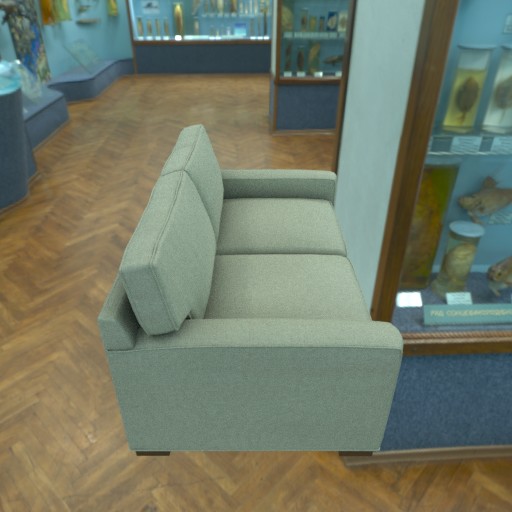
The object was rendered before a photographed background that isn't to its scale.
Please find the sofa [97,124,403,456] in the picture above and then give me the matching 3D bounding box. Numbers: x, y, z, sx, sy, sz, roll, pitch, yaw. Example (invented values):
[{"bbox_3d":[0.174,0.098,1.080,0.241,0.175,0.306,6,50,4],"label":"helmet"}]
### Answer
[{"bbox_3d":[0.000,0.000,2.050,0.940,0.853,1.484,0,32,0],"label":"sofa"}]
